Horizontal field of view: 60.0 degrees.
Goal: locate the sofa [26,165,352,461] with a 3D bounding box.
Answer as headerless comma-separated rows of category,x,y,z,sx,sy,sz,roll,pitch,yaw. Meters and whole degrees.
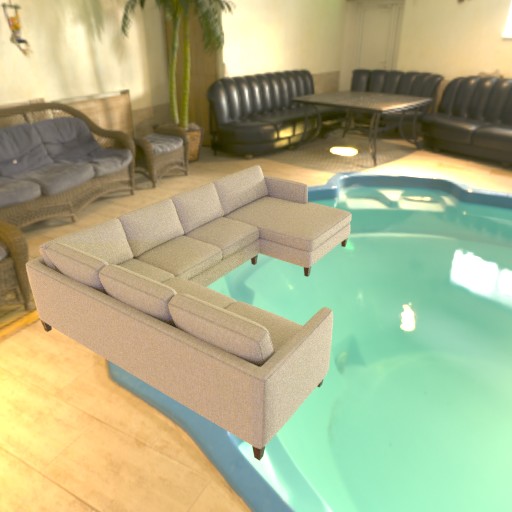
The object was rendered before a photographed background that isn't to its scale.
sofa,0.000,0.000,4.497,2.551,0.889,3.403,18,32,31
